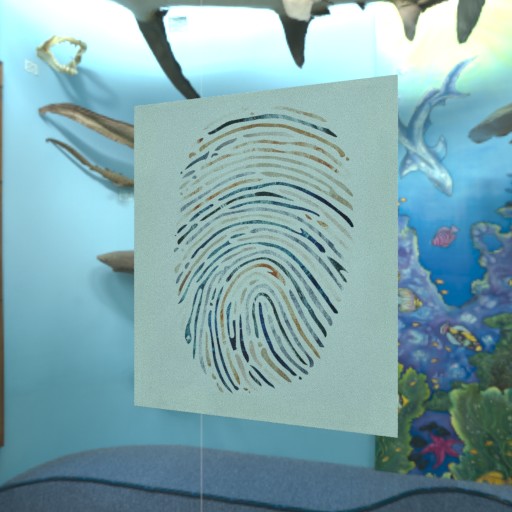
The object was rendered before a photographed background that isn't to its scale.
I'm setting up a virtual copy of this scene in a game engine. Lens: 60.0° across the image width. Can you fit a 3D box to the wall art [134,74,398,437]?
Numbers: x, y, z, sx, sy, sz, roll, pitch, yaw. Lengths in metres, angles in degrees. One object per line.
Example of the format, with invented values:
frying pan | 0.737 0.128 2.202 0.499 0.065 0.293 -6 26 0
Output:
wall art | 0.000 0.000 0.834 0.508 0.606 0.037 0 0 18
